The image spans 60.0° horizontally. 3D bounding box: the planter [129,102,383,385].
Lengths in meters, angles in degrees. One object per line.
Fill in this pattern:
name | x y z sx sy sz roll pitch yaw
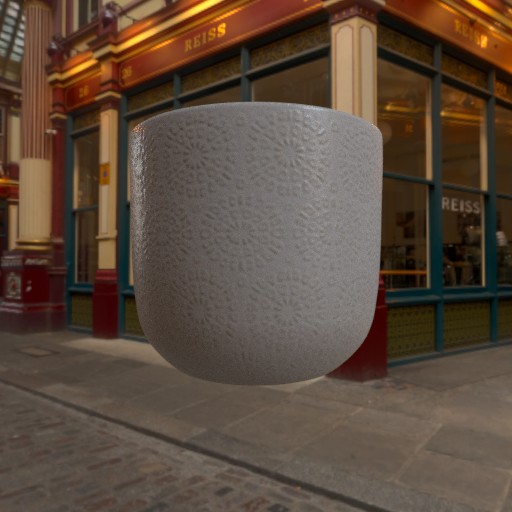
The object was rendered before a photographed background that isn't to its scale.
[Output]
planter | 0.000 0.000 0.377 0.208 0.190 0.208 0 -1 0
